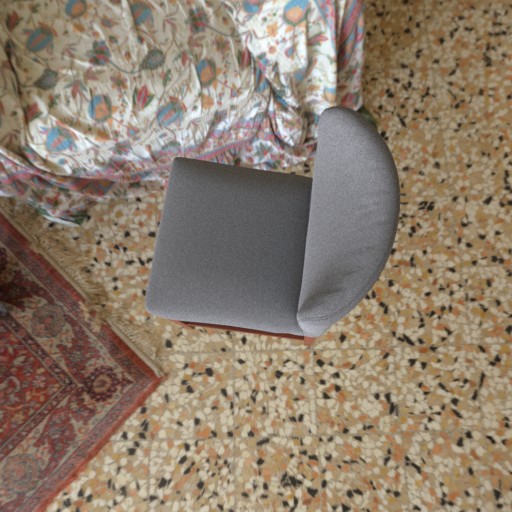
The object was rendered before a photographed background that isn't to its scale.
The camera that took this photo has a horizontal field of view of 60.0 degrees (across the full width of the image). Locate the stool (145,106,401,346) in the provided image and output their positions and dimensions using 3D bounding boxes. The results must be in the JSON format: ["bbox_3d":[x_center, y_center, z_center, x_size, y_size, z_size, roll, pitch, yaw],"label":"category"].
[{"bbox_3d":[0.000,0.000,1.378,0.568,1.069,0.481,7,76,2],"label":"stool"}]
